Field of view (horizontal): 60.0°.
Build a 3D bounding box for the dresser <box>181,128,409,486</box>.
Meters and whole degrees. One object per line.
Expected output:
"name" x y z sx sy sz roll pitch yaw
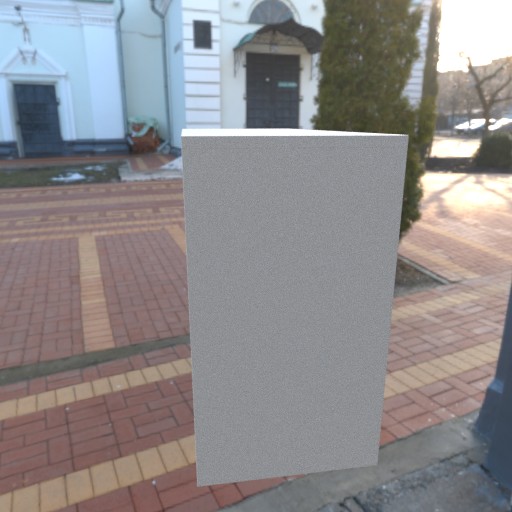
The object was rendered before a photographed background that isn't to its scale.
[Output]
"dresser" 0.000 0.000 1.510 0.460 0.820 1.100 -3 17 -9
